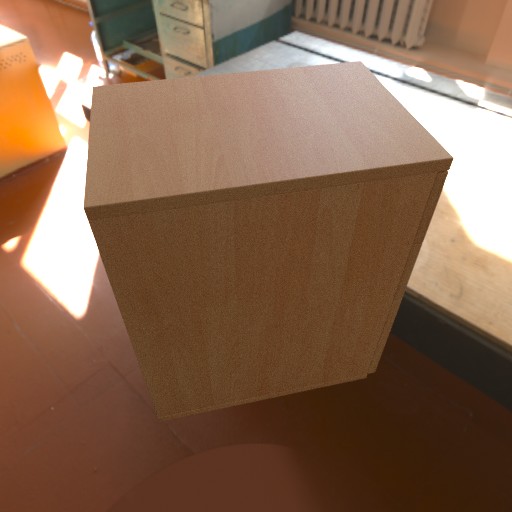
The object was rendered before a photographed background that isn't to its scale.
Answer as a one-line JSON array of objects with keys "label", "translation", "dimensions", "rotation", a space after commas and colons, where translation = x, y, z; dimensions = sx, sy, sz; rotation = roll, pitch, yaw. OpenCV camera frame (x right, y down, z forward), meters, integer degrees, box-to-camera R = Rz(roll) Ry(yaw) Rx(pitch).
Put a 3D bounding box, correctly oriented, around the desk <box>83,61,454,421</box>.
[{"label": "desk", "translation": [0.000, 0.000, 1.080], "dimensions": [0.600, 0.730, 0.404], "rotation": [-9, 46, -9]}]
